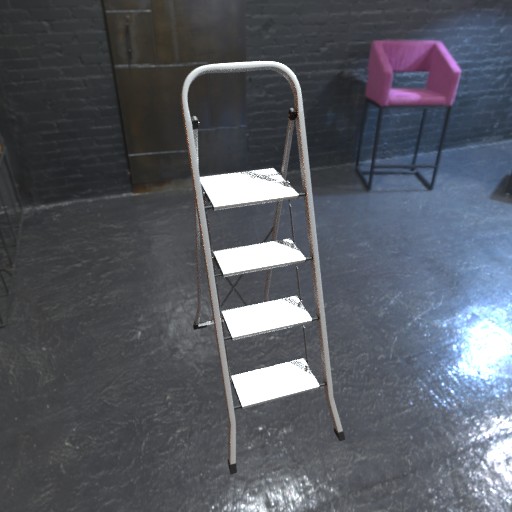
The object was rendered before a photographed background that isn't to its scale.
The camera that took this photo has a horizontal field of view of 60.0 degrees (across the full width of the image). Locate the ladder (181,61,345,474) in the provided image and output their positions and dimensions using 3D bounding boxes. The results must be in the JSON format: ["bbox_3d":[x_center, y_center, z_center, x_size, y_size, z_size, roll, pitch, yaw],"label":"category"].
[{"bbox_3d":[0.000,0.000,1.657,0.465,1.290,0.830,-10,34,-15],"label":"ladder"}]
